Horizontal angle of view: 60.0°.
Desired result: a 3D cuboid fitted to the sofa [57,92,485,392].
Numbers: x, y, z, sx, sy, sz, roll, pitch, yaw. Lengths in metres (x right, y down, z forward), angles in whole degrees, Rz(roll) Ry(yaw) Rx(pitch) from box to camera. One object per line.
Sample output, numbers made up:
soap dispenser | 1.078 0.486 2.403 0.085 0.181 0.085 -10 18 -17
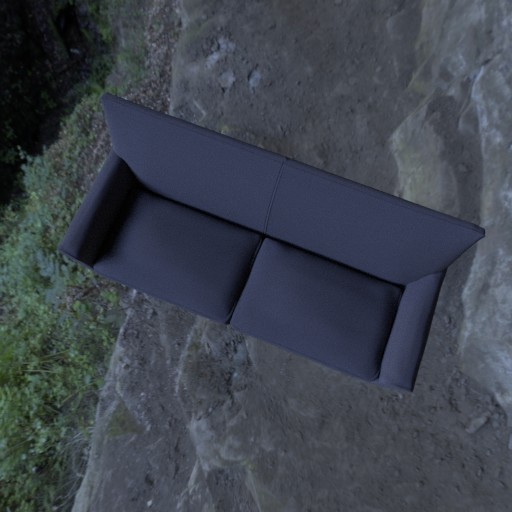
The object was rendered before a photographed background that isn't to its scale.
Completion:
sofa | 0.000 0.000 2.494 2.002 0.907 0.843 21 77 5
